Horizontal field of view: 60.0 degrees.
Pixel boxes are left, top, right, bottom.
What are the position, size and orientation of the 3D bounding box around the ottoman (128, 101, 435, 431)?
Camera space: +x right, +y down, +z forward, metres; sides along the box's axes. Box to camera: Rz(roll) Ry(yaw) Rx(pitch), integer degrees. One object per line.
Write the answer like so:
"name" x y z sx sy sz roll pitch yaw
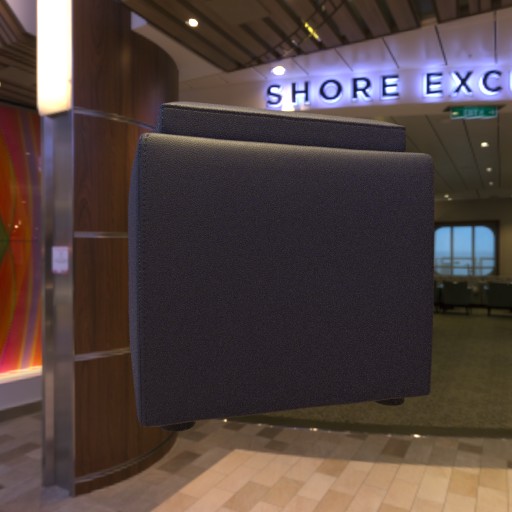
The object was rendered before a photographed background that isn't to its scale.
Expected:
"ottoman" 0.000 0.000 0.819 0.450 0.460 0.451 0 1 -17
